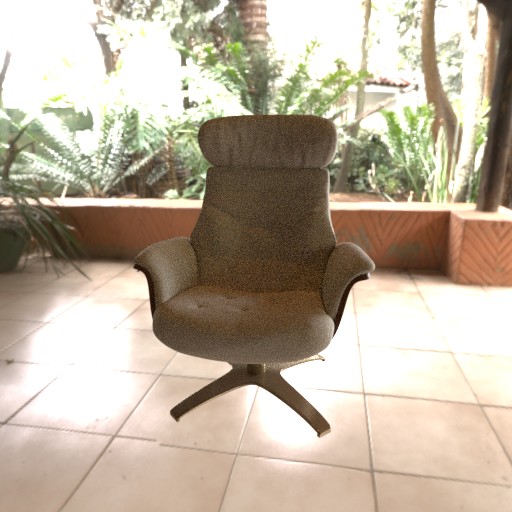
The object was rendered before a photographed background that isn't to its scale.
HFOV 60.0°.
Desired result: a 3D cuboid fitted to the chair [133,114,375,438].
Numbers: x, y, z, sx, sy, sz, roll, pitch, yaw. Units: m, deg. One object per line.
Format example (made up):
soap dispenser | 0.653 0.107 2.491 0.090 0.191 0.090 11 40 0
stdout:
chair | 0.000 0.000 1.580 0.785 0.995 0.837 2 15 9
